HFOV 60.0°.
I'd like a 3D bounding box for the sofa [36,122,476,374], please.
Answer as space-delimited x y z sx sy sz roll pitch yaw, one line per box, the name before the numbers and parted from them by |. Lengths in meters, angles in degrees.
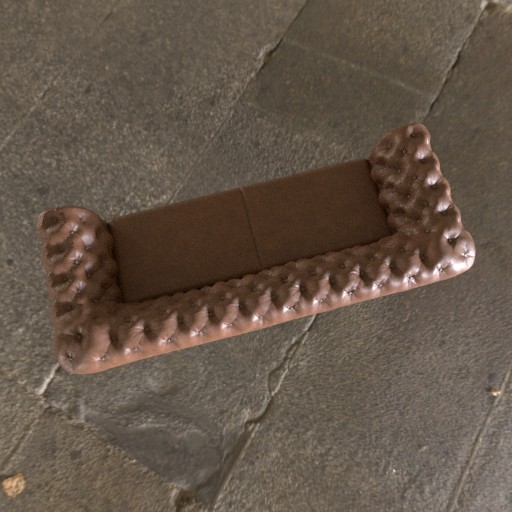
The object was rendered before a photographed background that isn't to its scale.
sofa | 0.000 0.000 2.774 2.385 0.783 0.944 -14 75 -4
